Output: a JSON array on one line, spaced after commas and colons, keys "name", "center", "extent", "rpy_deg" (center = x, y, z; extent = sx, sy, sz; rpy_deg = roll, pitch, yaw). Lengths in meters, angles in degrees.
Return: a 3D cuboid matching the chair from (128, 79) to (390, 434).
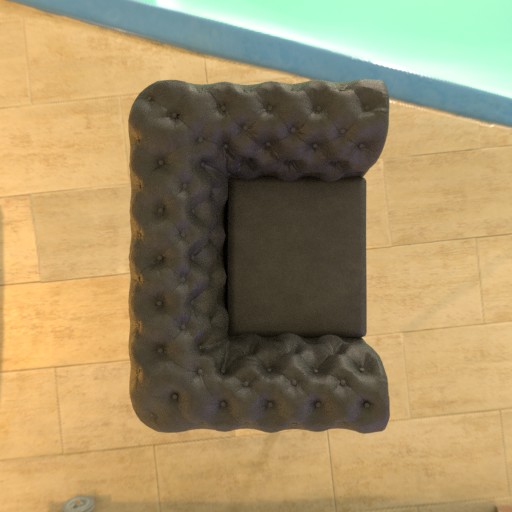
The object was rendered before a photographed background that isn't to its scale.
[{"name": "chair", "center": [0.000, 0.000, 1.889], "extent": [0.943, 0.780, 1.298], "rpy_deg": [0, 90, 0]}]
